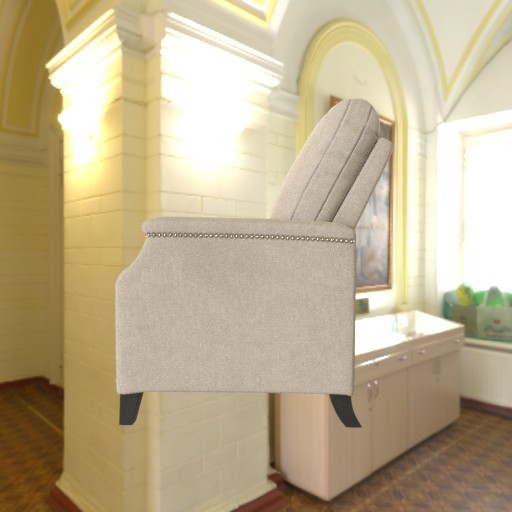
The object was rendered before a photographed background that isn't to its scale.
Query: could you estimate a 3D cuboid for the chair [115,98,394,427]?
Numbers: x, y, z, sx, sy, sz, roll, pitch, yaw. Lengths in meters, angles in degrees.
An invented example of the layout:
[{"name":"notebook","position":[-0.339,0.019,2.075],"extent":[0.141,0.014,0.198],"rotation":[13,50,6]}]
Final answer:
[{"name":"chair","position":[0.000,0.000,1.704],"extent":[0.922,1.049,0.710],"rotation":[0,0,2]}]
